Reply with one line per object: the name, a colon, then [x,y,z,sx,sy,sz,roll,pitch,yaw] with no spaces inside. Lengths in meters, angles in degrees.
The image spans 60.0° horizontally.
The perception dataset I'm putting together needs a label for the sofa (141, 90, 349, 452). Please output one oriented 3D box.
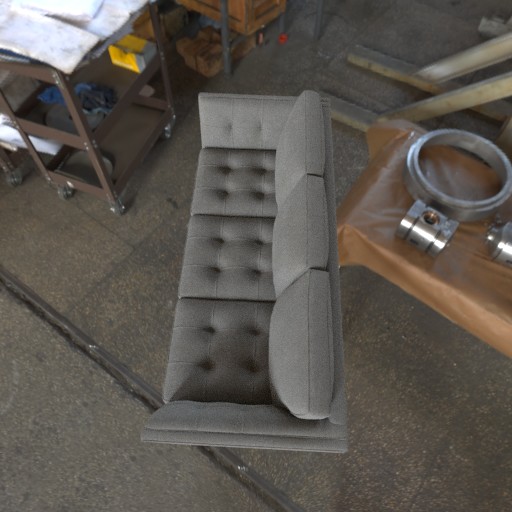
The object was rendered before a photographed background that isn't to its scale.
sofa: [0.000,0.000,2.892,0.965,0.940,2.387,2,59,1]
